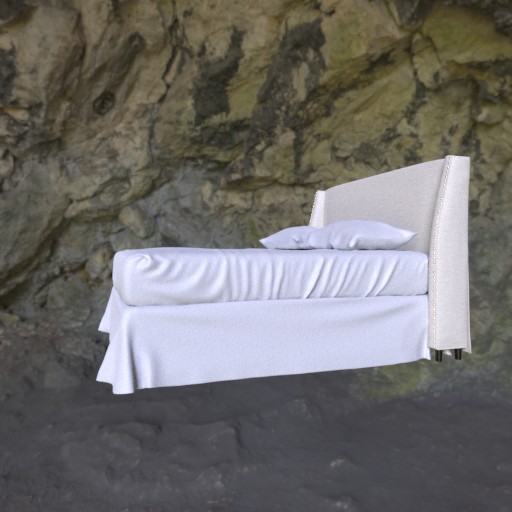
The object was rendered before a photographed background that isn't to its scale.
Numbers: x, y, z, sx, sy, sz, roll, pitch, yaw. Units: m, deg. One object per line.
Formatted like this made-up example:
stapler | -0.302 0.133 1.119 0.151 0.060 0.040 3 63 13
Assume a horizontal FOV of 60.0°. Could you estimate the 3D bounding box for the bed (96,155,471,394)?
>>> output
bed | 0.000 0.000 3.364 2.276 1.332 1.925 0 1 -19
